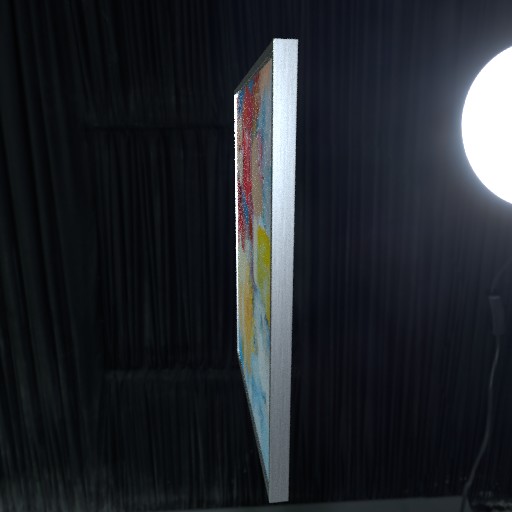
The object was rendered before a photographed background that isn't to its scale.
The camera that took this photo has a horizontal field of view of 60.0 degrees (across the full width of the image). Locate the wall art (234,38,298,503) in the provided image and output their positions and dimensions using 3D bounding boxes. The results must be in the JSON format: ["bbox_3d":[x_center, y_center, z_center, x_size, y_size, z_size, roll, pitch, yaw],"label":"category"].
[{"bbox_3d":[0.000,0.000,0.738,0.025,0.569,0.444,-2,14,-8],"label":"wall art"}]
